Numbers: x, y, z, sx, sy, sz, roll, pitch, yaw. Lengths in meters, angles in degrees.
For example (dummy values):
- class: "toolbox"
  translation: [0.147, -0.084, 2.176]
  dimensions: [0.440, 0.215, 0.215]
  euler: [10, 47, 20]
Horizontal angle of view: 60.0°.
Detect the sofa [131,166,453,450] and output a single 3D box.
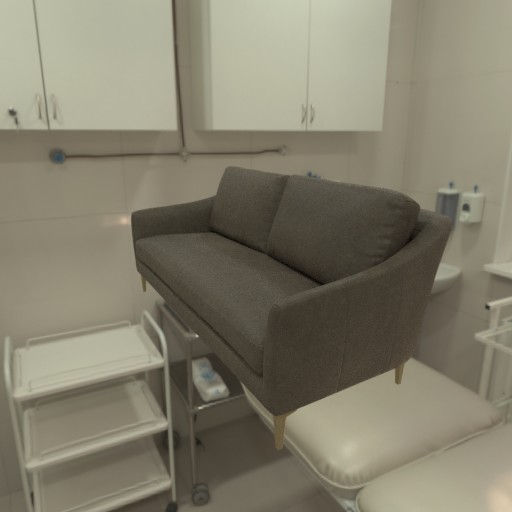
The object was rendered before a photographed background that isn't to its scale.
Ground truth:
- class: "sofa"
  translation: [0.000, 0.000, 2.527]
  dimensions: [0.960, 0.902, 2.036]
  euler: [-8, 18, -27]
